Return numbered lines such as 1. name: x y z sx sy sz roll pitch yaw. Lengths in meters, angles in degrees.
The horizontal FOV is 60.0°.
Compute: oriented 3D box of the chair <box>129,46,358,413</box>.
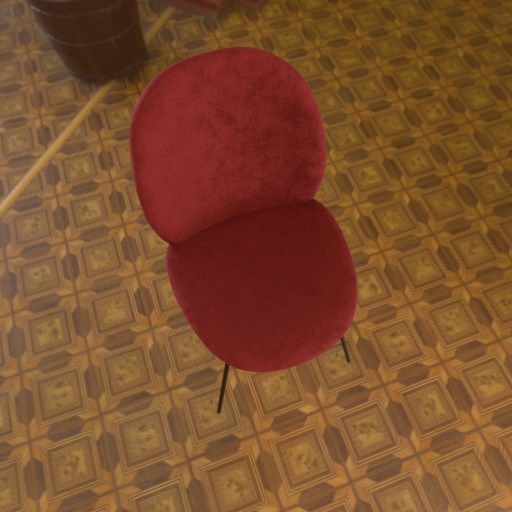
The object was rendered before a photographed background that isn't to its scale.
1. chair: 0.000 0.000 1.133 0.458 0.791 0.587 -19 65 -9
